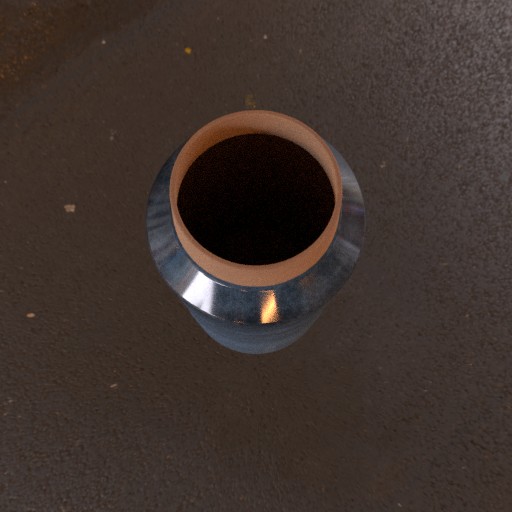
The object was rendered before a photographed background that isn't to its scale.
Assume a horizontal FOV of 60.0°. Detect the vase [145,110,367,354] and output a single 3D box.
[{"bbox_3d":[0.000,0.000,0.398,0.163,0.316,0.163,0,76,0],"label":"vase"}]
